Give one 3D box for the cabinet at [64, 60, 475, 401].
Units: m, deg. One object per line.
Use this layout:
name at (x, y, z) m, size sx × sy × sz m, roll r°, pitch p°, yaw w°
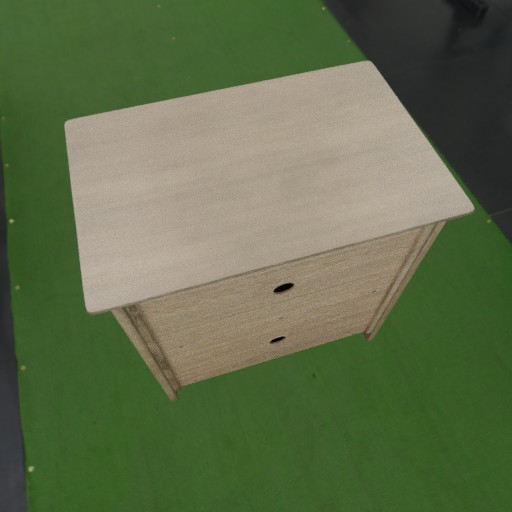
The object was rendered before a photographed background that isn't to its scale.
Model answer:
cabinet at (0.000, 0.000, 1.266) m, size 0.763 × 0.762 × 0.503 m, roll -15°, pitch 60°, yaw -9°
